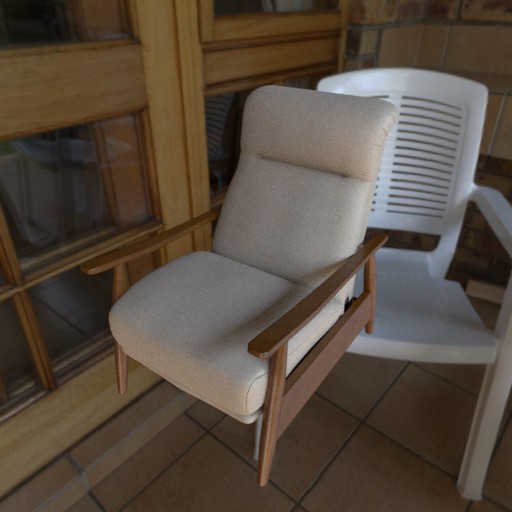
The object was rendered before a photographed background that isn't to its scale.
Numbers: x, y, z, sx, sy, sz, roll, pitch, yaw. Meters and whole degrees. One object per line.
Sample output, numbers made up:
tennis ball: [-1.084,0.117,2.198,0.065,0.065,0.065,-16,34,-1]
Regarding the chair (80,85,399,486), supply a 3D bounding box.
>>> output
chair: [0.000,0.000,1.728,0.762,1.082,1.030,20,36,29]
